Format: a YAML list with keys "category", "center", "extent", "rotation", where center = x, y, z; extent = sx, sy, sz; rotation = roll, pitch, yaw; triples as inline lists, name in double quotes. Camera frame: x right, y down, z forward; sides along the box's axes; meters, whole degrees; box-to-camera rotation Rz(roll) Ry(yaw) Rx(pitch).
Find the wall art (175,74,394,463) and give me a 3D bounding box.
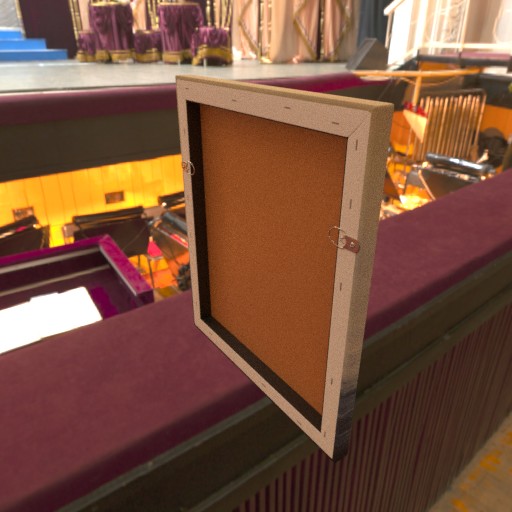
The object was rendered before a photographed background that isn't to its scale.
- category: "wall art"
  center: [0.000, 0.000, 0.985]
  extent: [0.041, 0.710, 0.608]
  rotation: [-18, 32, -31]
